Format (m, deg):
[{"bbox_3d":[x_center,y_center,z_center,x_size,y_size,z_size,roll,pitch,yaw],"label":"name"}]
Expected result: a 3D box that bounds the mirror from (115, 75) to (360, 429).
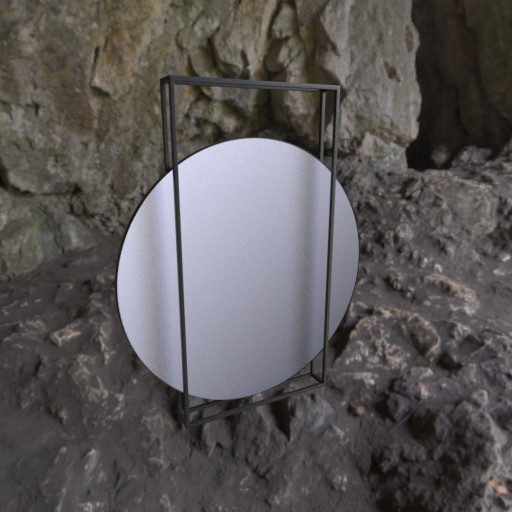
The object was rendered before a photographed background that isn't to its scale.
[{"bbox_3d":[0.000,0.000,0.822,0.508,0.603,0.051,-8,17,-27],"label":"mirror"}]
